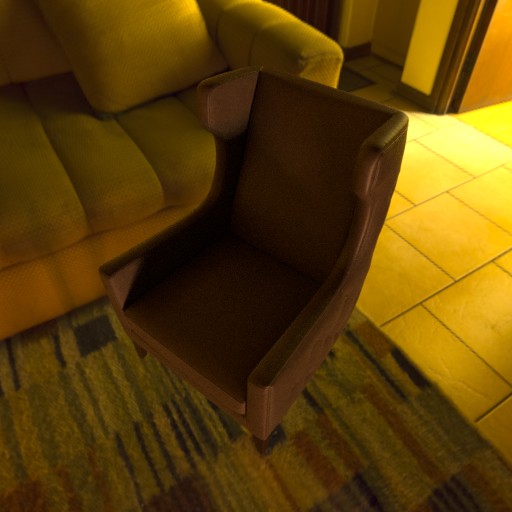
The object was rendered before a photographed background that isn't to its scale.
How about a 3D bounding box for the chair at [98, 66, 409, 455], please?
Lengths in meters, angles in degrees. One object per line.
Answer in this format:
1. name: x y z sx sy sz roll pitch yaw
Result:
1. chair: 0.000 0.000 1.678 0.769 1.079 0.899 29 53 25
